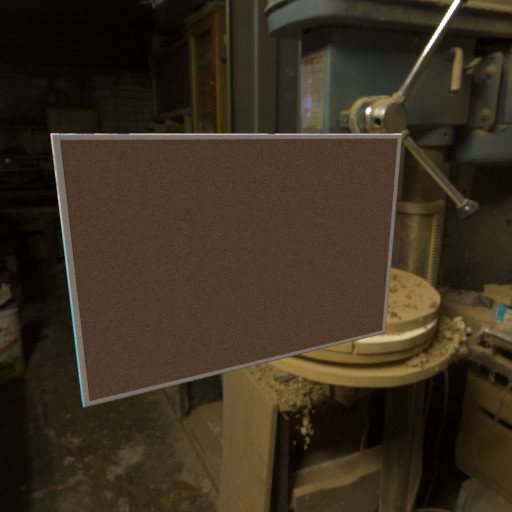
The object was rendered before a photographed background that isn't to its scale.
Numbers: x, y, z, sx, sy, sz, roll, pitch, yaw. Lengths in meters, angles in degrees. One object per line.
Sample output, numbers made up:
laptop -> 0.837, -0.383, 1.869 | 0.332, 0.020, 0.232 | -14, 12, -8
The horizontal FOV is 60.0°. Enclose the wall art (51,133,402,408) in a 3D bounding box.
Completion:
wall art -> 0.000, 0.000, 1.444 | 1.136, 0.769, 0.040 | -7, 17, -25
